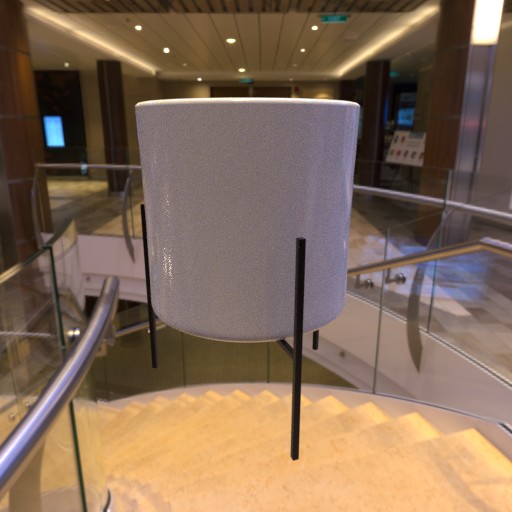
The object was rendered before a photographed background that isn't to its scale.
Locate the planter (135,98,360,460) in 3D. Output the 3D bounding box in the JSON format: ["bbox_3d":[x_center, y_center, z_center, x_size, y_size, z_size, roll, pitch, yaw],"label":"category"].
[{"bbox_3d":[0.000,0.000,0.742,0.360,0.480,0.361,16,22,42],"label":"planter"}]
